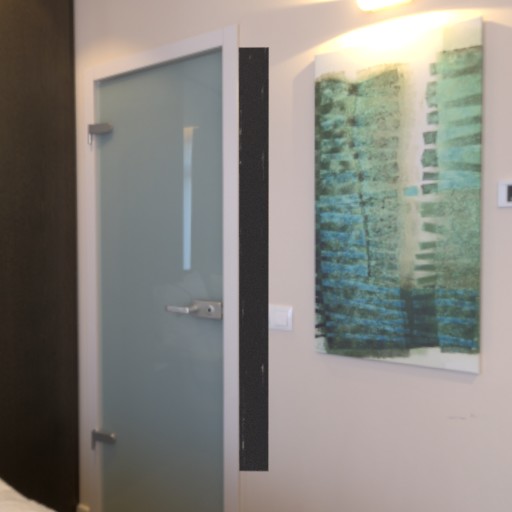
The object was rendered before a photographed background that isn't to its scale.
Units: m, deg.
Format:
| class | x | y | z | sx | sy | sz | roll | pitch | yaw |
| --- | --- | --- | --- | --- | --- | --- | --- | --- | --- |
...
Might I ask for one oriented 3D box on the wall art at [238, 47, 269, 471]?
| class | x | y | z | sx | sy | sz | roll | pitch | yaw |
| --- | --- | --- | --- | --- | --- | --- | --- | --- | --- |
| wall art | 0.000 | 0.000 | 0.780 | 0.036 | 0.506 | 0.506 | 0 | 2 | 1 |
